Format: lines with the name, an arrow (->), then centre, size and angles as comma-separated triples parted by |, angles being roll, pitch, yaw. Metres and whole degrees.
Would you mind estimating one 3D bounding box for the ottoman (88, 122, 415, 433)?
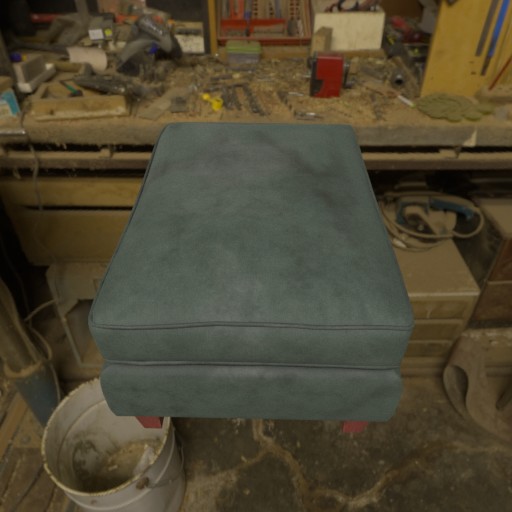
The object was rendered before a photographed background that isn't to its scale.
ottoman -> 0.000, 0.000, 1.237 | 0.632, 0.495, 0.864 | 1, 41, 1
